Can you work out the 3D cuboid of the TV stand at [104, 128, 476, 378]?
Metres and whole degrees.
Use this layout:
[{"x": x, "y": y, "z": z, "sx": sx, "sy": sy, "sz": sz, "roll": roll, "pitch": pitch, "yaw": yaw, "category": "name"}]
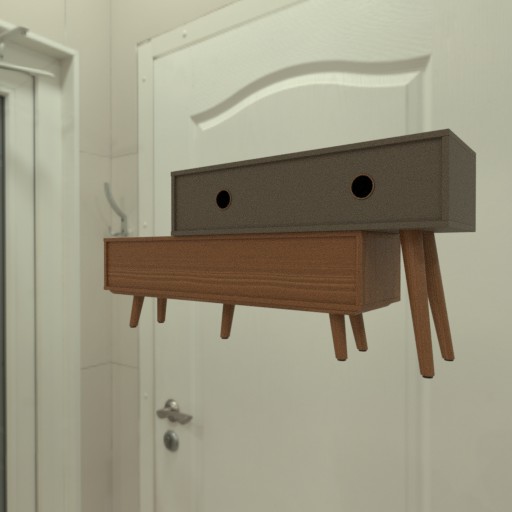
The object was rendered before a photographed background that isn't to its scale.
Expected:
[{"x": 0.000, "y": 0.000, "z": 1.540, "sx": 1.336, "sy": 0.591, "sz": 0.329, "roll": 0, "pitch": 1, "yaw": 37, "category": "TV stand"}]
